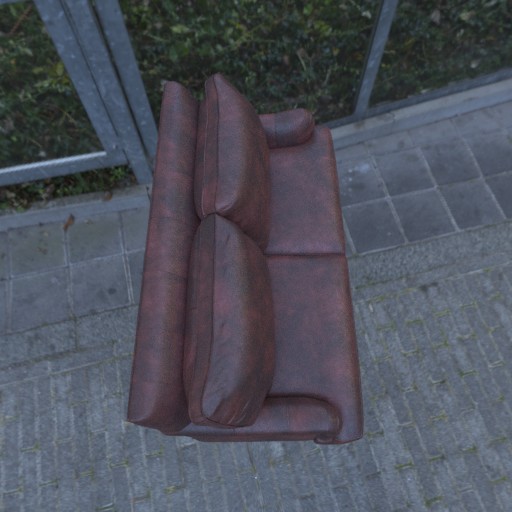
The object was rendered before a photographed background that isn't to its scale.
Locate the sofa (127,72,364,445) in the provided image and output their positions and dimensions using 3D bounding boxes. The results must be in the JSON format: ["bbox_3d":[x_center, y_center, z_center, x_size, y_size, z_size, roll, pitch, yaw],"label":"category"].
[{"bbox_3d":[0.000,0.000,2.747,1.147,1.071,2.144,-1,63,0],"label":"sofa"}]
